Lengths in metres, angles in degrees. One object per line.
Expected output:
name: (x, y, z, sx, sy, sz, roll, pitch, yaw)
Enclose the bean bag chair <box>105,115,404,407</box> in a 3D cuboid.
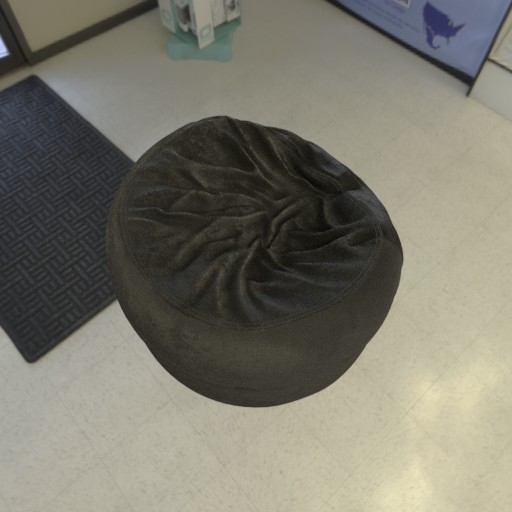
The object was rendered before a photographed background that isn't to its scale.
bean bag chair: (0.000, 0.000, 1.489, 0.918, 0.605, 0.918, 0, 59, 0)
